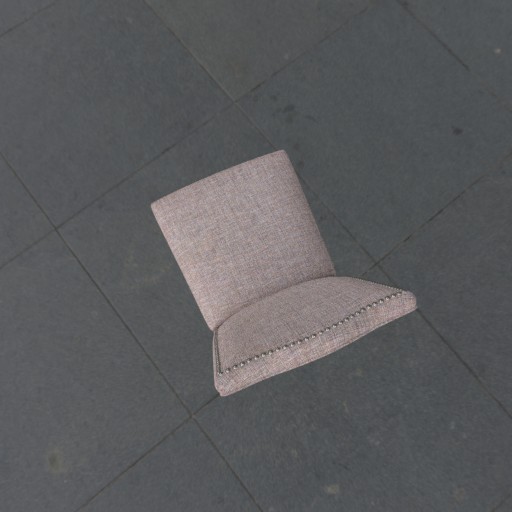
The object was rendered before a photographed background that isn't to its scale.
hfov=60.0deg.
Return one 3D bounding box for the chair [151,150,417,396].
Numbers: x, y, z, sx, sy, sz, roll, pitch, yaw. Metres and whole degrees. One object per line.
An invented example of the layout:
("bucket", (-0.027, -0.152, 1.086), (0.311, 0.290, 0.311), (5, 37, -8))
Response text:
("chair", (0.000, 0.000, 1.384), (0.513, 1.016, 0.660), (-23, 78, -5))
